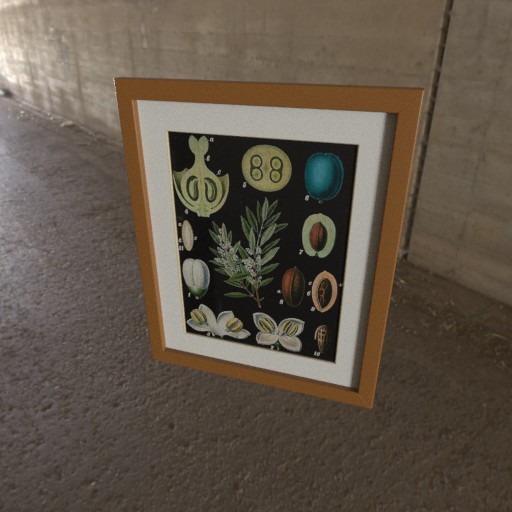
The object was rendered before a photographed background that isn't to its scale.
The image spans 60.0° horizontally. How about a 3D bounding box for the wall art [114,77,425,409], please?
[{"bbox_3d":[0.000,0.000,0.749,0.449,0.550,0.021,8,29,16],"label":"wall art"}]
